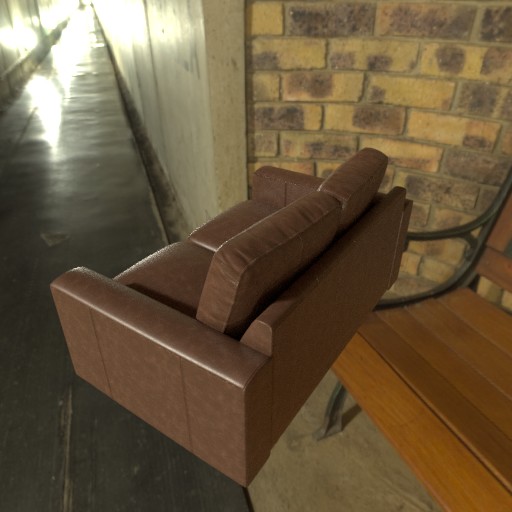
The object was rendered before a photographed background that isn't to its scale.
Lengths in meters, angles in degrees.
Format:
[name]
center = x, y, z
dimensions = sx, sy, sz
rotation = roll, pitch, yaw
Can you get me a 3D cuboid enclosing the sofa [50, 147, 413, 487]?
[sofa]
center = 0.000, 0.000, 2.185
dimensions = 1.016, 0.873, 1.616
rotation = 20, 37, 28
